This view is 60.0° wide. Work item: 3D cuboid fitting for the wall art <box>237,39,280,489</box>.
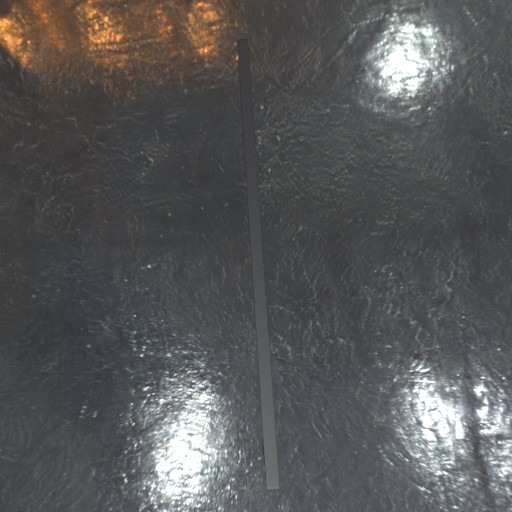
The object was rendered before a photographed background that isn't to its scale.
[{"bbox_3d":[0.000,0.000,1.782,0.041,0.554,1.572,-4,77,-1],"label":"wall art"}]
